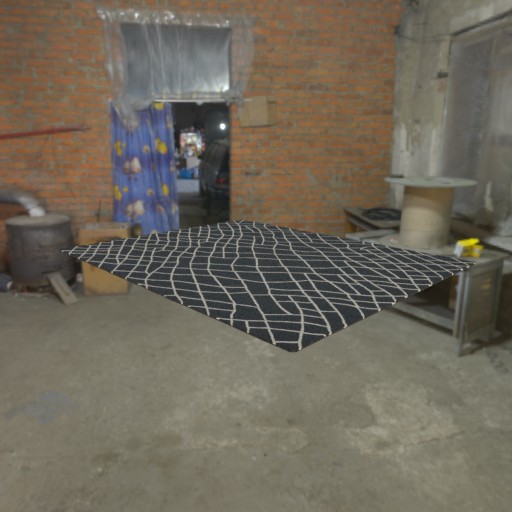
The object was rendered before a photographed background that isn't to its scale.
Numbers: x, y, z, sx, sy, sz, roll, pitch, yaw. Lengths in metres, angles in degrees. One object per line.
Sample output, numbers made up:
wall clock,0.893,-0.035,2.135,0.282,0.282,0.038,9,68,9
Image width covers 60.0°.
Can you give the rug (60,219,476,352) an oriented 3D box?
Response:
rug,0.000,0.000,4.114,2.439,0.022,3.047,-14,20,-42
